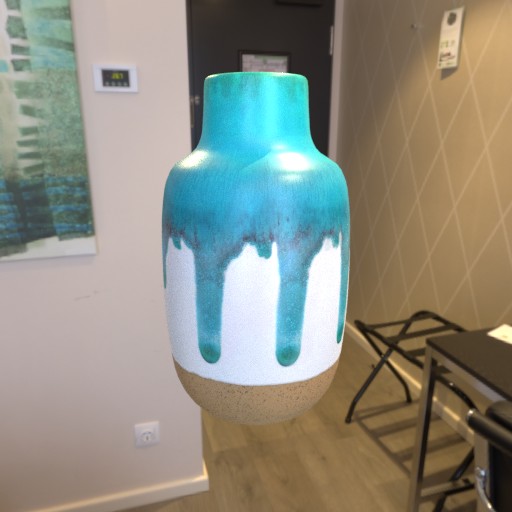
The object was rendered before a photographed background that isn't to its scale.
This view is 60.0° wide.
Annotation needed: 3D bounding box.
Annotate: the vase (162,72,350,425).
[{"bbox_3d":[0.000,0.000,0.255,0.106,0.192,0.106,0,16,0],"label":"vase"}]
